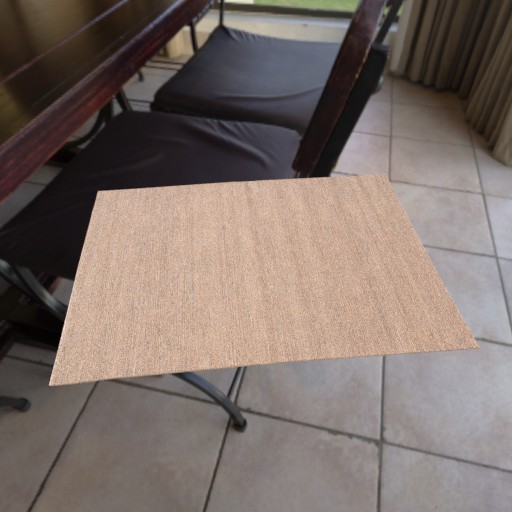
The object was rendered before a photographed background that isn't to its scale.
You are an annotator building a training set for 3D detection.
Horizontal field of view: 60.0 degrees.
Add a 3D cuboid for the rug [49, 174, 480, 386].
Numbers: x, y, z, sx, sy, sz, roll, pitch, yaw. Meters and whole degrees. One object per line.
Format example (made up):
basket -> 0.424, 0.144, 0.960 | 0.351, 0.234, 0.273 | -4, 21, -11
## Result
rug -> 0.000, 0.000, 2.873 | 2.264, 0.030, 1.624 | -4, 45, -4
